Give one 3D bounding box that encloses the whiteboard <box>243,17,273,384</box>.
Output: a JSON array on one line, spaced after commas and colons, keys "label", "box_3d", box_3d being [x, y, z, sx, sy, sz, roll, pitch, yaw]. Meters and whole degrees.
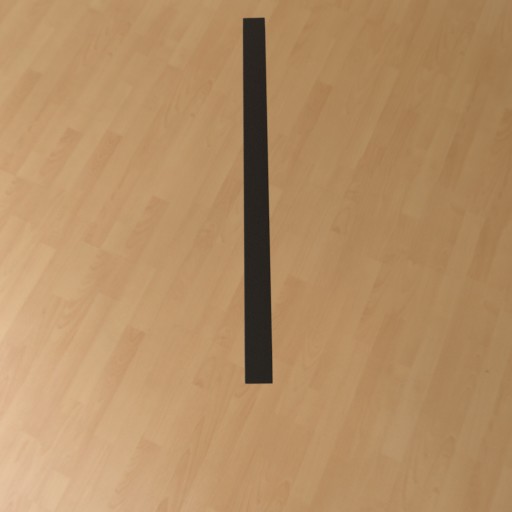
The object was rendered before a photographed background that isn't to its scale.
[{"label": "whiteboard", "box_3d": [0.000, 0.000, 0.753, 0.026, 0.611, 0.406, -1, 75, 0]}]
